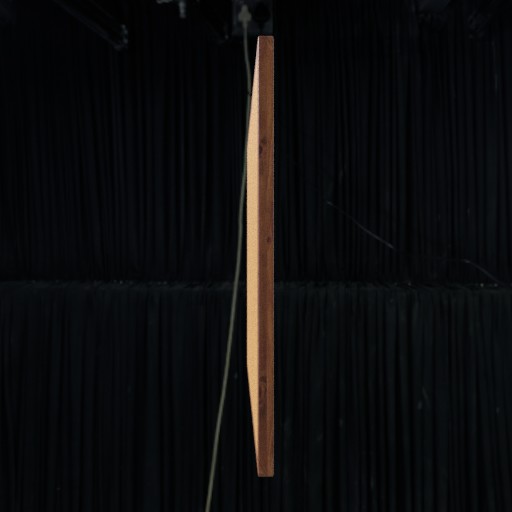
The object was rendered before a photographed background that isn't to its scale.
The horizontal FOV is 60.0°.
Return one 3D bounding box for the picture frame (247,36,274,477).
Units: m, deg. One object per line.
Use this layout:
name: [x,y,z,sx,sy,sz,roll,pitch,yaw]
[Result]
picture frame: [0.000,0.000,1.224,0.029,0.817,0.810,0,0,-3]
